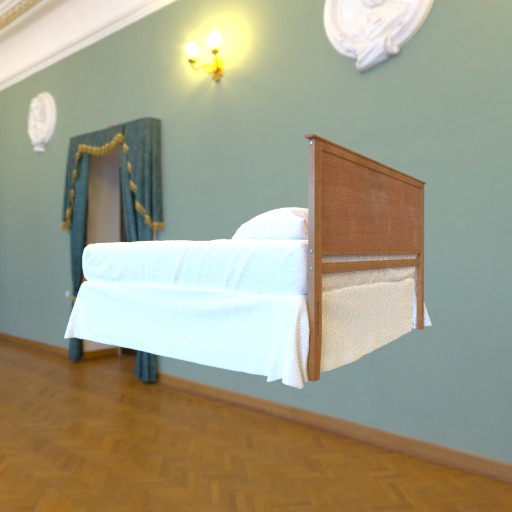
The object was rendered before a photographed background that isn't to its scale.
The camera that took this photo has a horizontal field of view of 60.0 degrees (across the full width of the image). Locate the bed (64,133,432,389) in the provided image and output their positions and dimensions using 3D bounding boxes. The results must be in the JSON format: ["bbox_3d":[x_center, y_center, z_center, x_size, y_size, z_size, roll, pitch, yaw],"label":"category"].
[{"bbox_3d":[0.000,0.000,3.667,2.215,1.270,2.317,0,1,36],"label":"bed"}]
